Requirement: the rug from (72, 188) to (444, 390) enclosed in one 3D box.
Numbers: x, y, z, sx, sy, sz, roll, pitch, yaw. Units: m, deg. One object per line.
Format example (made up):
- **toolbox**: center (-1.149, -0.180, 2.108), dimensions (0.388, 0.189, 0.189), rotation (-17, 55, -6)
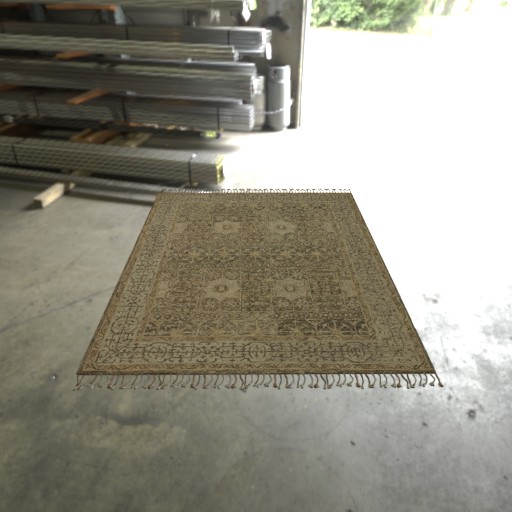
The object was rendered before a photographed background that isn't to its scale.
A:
- **rug**: center (0.000, 0.000, 4.263), dimensions (2.431, 0.017, 3.291), rotation (0, 32, 0)
